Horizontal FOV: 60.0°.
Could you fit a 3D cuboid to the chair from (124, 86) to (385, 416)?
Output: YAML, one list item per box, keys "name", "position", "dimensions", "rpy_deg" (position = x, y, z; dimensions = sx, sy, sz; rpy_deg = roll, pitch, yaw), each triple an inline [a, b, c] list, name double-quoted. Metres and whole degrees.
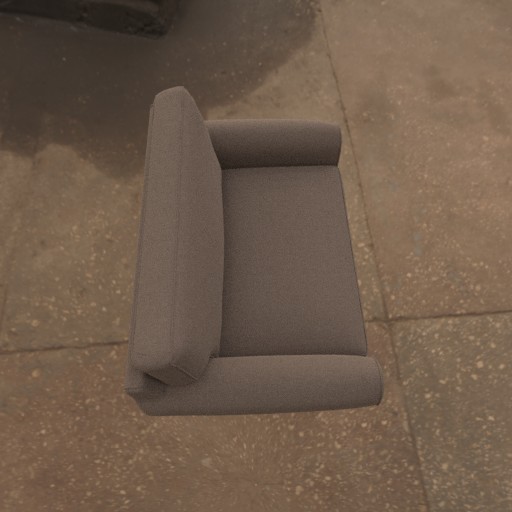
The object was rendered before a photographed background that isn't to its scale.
- name: "chair"
  position: [0.000, 0.000, 2.012]
  dimensions: [0.930, 0.930, 1.390]
  rpy_deg: [-2, 63, -1]
